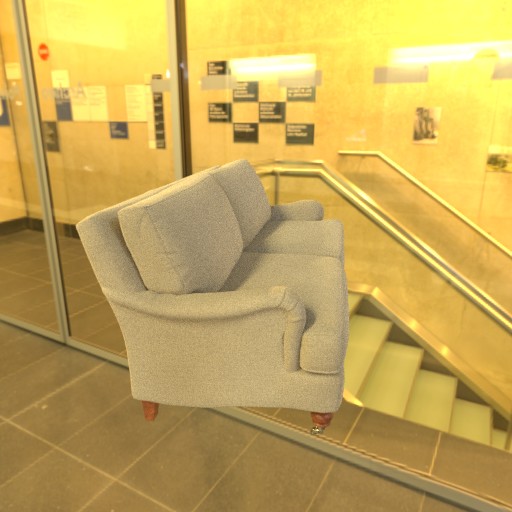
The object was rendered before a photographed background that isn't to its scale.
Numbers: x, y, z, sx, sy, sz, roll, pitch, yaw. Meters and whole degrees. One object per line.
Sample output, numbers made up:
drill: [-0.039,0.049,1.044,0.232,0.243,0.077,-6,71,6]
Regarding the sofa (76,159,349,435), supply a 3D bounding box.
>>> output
sofa: [0.000,0.000,2.687,1.091,0.997,2.070,3,18,10]
